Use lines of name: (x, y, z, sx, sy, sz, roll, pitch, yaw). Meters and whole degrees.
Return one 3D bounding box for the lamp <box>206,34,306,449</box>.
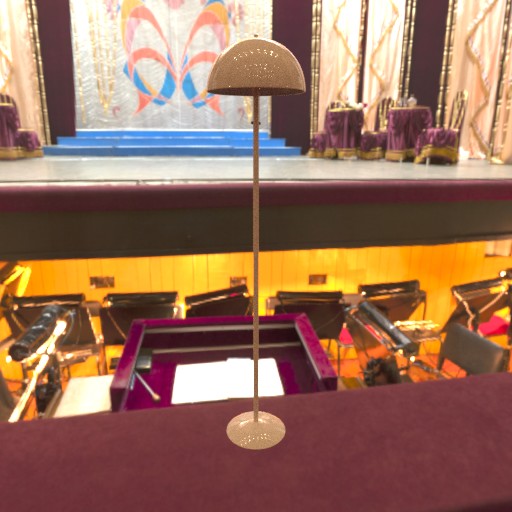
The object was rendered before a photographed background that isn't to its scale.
lamp: (0.000, 0.000, 1.626, 0.328, 1.480, 0.328, -2, 16, -9)
